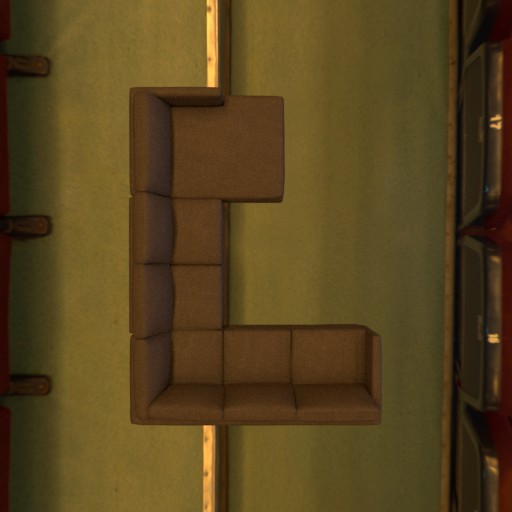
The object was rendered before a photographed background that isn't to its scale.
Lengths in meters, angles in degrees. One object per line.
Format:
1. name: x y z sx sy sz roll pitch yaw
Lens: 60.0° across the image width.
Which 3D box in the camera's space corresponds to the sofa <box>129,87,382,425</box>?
1. sofa: 0.000 0.000 4.741 2.594 0.961 3.460 0 91 0
